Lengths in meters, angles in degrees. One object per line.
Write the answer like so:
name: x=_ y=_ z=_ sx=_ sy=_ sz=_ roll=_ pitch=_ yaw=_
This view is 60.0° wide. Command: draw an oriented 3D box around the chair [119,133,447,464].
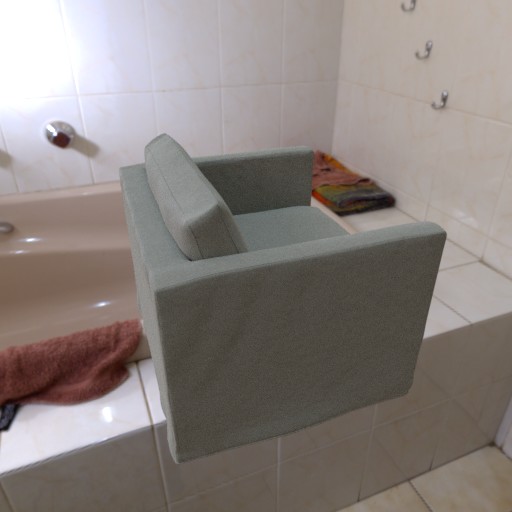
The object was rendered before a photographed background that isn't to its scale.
chair: x=0.000 y=0.000 z=1.794 sx=0.949 sy=0.863 sz=1.057 roll=-10 pitch=31 yaw=-17
